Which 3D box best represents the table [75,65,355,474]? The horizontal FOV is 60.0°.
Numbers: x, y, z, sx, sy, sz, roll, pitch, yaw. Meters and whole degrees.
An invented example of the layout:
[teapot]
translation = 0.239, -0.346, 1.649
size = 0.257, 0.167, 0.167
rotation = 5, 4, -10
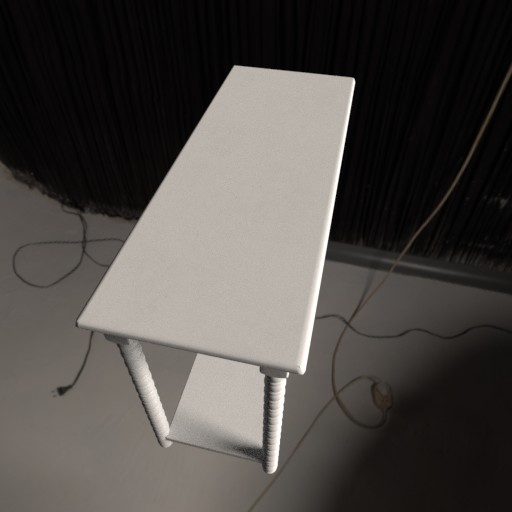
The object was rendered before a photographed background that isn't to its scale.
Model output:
[table]
translation = 0.000, 0.000, 1.488
size = 0.459, 0.740, 1.184
rotation = 10, 48, 9
